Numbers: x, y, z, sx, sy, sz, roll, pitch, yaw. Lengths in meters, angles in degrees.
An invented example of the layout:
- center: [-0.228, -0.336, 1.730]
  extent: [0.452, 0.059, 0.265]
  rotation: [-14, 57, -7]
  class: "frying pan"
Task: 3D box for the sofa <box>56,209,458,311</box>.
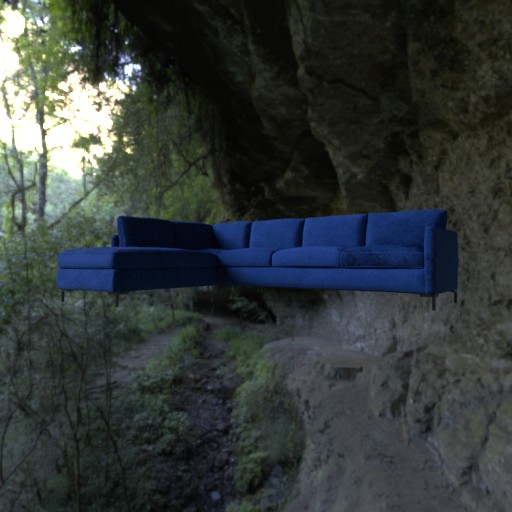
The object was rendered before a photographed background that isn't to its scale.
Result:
- center: [0.000, 0.000, 3.875]
  extent: [2.949, 0.815, 2.007]
  rotation: [0, -1, 35]
  class: "sofa"
